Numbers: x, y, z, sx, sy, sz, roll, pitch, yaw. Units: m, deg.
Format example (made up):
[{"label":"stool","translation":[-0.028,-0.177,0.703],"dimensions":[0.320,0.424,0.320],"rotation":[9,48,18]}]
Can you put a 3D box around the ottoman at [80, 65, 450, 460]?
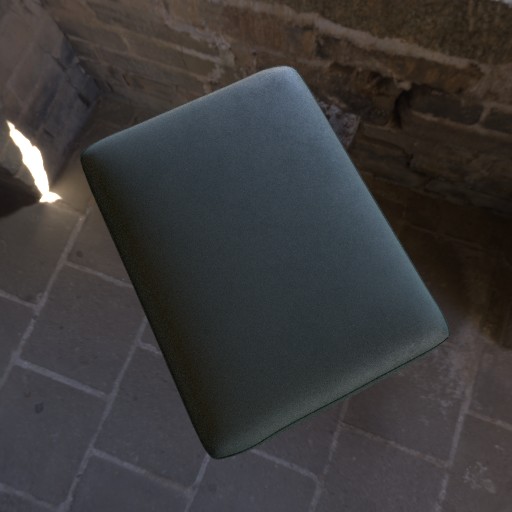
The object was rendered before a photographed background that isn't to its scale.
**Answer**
[{"label":"ottoman","translation":[0.000,0.000,1.172],"dimensions":[0.608,0.449,0.811],"rotation":[-26,77,-6]}]
